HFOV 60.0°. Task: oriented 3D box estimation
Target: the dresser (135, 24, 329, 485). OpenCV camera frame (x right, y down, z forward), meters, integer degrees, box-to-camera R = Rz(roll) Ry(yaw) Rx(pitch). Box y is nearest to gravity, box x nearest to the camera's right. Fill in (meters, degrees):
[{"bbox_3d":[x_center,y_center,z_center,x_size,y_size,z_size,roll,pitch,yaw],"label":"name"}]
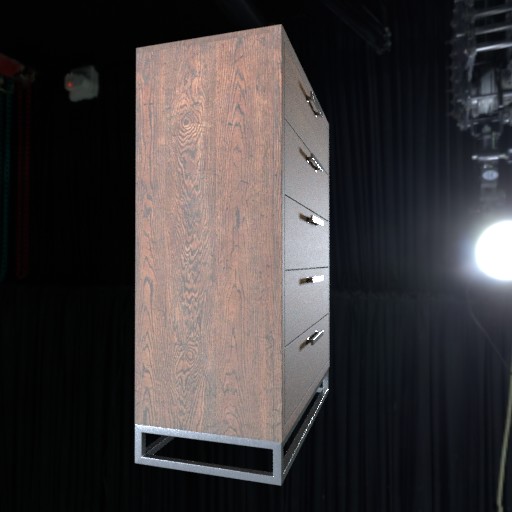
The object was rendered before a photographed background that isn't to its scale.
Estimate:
[{"bbox_3d":[0.000,0.000,1.795,0.508,1.321,0.965,0,-1,17],"label":"dresser"}]
